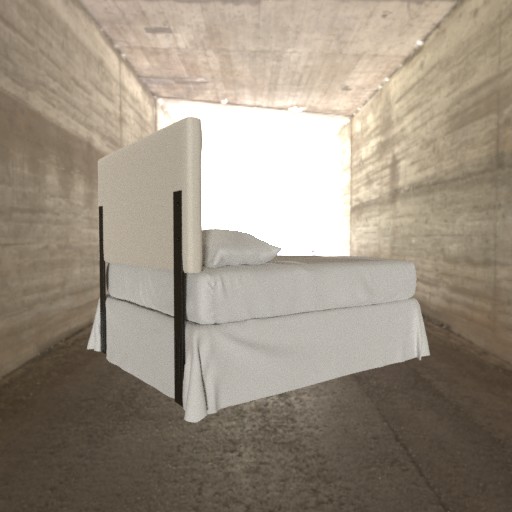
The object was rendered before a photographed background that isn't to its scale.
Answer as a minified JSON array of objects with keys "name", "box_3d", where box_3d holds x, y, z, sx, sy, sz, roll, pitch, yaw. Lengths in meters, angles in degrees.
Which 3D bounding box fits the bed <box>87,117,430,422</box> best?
[{"name":"bed","box_3d":[0.000,0.000,3.606,2.222,1.577,1.936,-2,3,-36]}]
